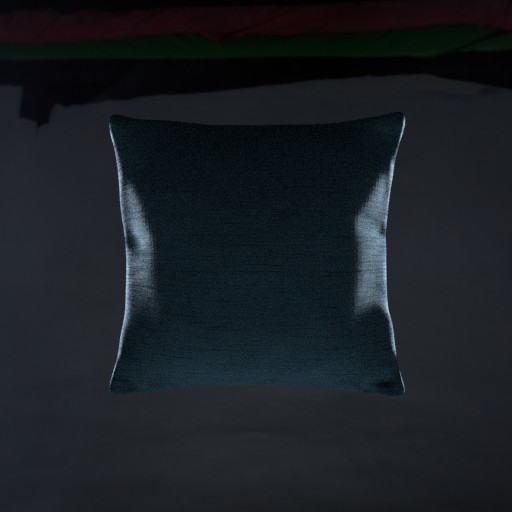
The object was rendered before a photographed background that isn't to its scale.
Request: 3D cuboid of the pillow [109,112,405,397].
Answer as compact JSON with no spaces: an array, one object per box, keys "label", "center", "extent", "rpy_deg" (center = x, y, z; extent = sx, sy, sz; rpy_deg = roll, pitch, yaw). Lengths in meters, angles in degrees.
[{"label":"pillow","center":[0.000,0.000,0.641],"extent":[0.433,0.415,0.151],"rpy_deg":[0,0,1]}]
